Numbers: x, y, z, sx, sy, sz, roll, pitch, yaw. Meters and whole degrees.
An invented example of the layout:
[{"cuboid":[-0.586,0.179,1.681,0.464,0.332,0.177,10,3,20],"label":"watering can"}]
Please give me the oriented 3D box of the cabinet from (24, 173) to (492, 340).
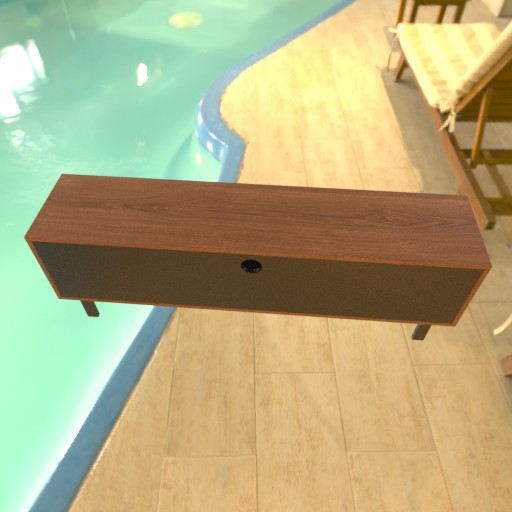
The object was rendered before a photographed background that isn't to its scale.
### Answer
[{"cuboid":[0.000,0.000,1.875,1.650,0.500,0.400,4,49,3],"label":"cabinet"}]
